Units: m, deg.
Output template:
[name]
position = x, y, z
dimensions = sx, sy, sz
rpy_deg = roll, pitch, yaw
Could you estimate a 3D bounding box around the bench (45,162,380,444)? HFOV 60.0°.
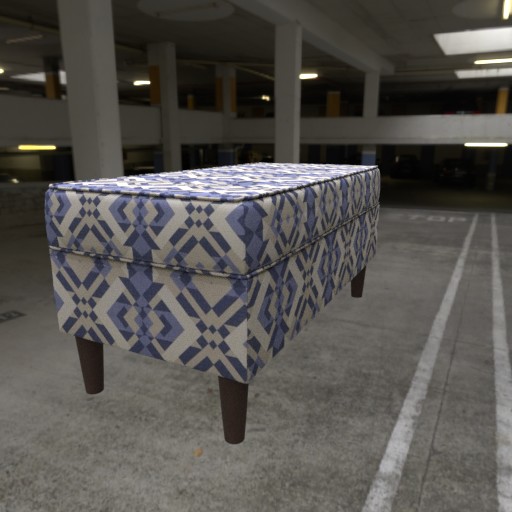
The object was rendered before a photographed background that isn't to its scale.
[bench]
position = 0.000, 0.000, 1.282
dimensions = 0.492, 0.477, 1.016
rpy_deg = 7, 17, 26
